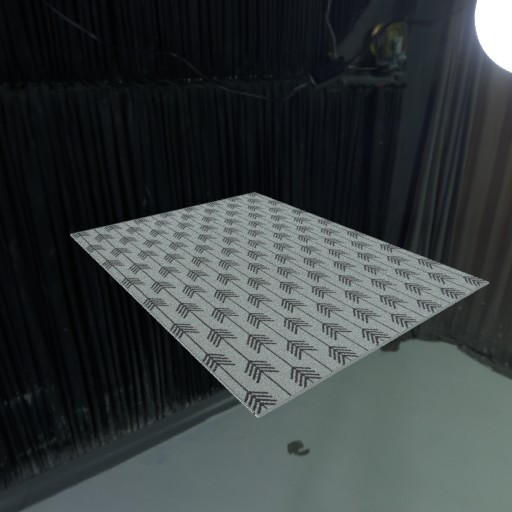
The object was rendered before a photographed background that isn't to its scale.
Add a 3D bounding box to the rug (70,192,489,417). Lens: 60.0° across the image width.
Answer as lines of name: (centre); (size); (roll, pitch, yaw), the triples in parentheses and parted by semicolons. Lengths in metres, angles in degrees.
rug: (0.000, 0.000, 3.968); (2.330, 0.010, 3.061); (-18, 31, -34)
